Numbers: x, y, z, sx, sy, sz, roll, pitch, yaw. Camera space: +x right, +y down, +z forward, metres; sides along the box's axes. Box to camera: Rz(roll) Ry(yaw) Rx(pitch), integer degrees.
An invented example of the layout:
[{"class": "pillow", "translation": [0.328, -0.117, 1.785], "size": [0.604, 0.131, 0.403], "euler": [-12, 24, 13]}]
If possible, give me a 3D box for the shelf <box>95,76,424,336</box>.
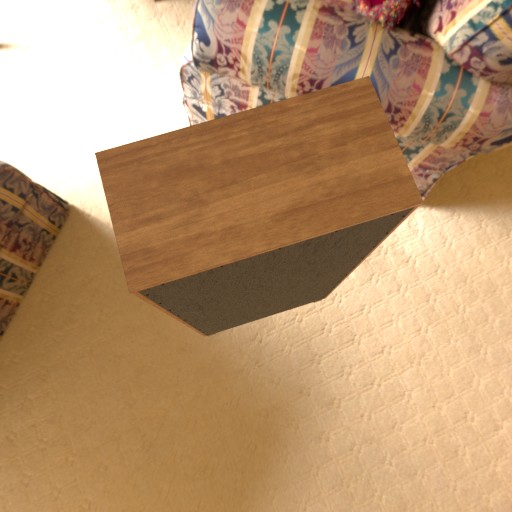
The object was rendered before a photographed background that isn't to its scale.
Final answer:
[{"class": "shelf", "translation": [0.000, 0.000, 2.223], "size": [0.864, 1.930, 0.453], "euler": [-17, 77, -4]}]
